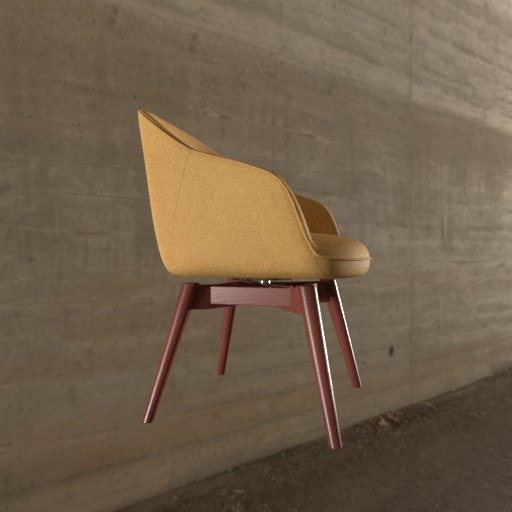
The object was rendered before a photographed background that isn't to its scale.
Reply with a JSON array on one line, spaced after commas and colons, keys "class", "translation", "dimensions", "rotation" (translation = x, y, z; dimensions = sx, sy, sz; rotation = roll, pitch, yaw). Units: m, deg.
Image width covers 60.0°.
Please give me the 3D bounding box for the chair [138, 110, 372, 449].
[{"class": "chair", "translation": [0.000, 0.000, 1.256], "dimensions": [0.635, 0.823, 0.596], "rotation": [0, 0, 18]}]
